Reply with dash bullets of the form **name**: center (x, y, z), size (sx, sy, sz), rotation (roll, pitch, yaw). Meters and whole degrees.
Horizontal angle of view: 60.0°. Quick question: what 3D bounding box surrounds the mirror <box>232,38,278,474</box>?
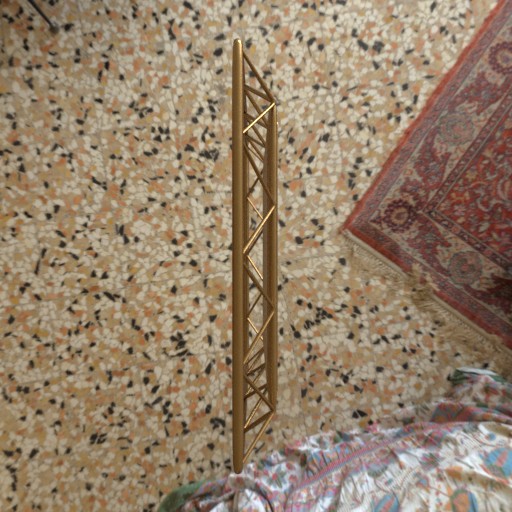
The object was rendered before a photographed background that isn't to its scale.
- **mirror**: center (0.000, 0.000, 0.619), size (0.046, 0.414, 0.416), rotation (0, 91, 0)
